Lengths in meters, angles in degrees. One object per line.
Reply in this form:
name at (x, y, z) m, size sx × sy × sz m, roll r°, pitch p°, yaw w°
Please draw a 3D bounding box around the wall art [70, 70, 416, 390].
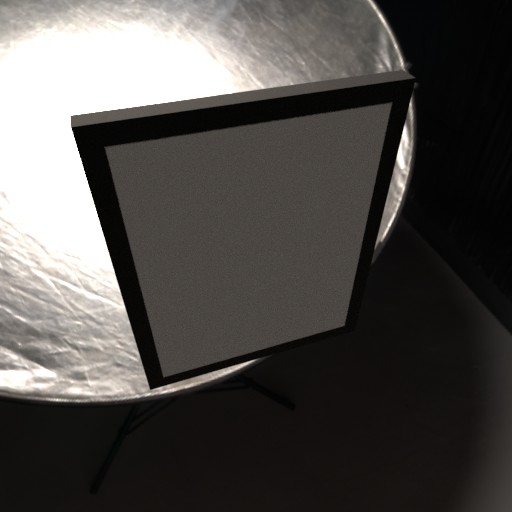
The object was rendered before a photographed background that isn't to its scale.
wall art at (0.000, 0.000, 0.547) m, size 0.329 × 0.404 × 0.024 m, roll -13°, pitch 44°, yaw -14°
